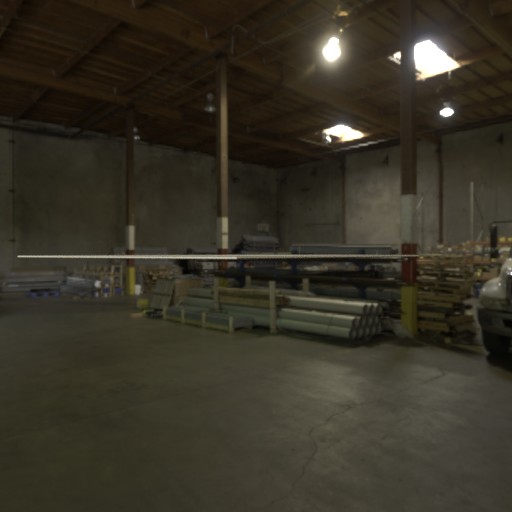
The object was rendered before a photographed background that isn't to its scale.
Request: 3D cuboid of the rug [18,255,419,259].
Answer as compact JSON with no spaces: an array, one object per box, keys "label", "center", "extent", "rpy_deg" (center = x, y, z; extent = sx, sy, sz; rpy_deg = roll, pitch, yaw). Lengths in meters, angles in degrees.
[{"label":"rug","center":[0.000,0.000,3.023],"extent":[1.524,0.012,2.438],"rpy_deg":[0,0,35]}]
